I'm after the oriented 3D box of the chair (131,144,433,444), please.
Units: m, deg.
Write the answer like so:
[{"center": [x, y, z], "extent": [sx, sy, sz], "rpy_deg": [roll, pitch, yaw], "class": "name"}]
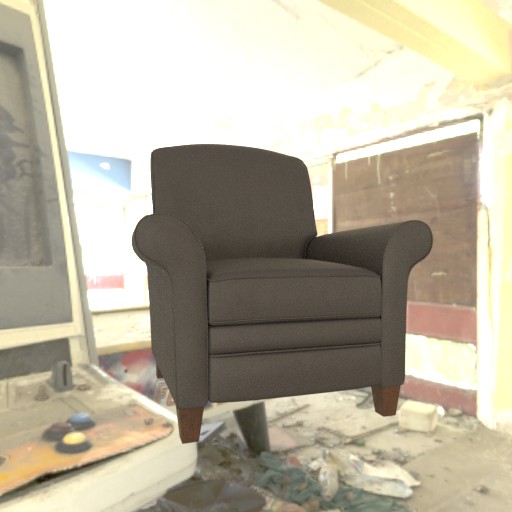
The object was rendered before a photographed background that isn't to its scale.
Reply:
[{"center": [0.000, 0.000, 1.755], "extent": [0.978, 1.061, 0.902], "rpy_deg": [0, 0, -18], "class": "chair"}]
